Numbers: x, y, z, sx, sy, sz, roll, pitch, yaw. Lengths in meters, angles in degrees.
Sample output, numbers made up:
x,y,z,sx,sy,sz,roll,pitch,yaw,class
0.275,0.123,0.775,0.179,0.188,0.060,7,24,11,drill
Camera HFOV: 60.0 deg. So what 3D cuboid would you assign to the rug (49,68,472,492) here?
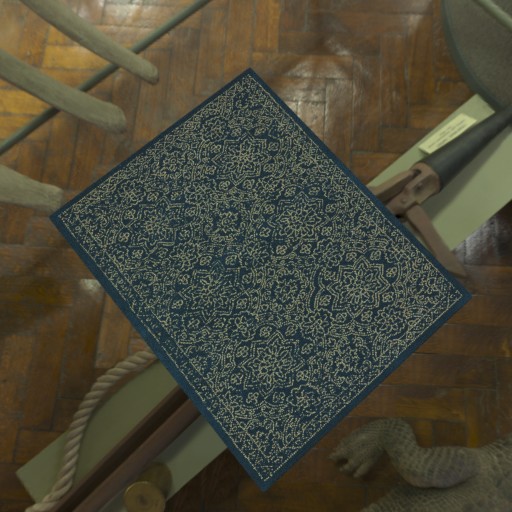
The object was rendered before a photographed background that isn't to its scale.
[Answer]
x,y,z,sx,sy,sz,roll,pitch,yaw,class
0.000,0.000,3.996,2.438,0.010,3.048,-40,80,-9,rug
